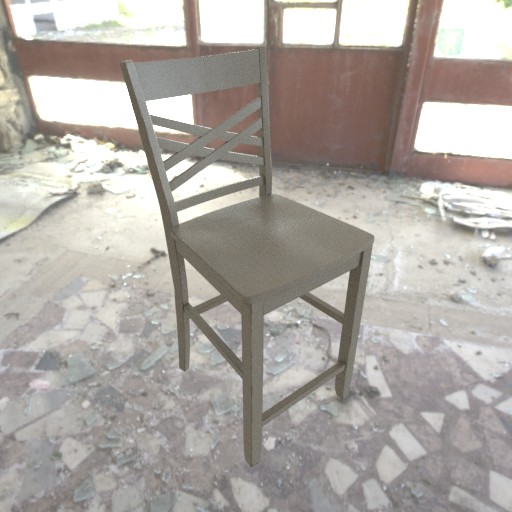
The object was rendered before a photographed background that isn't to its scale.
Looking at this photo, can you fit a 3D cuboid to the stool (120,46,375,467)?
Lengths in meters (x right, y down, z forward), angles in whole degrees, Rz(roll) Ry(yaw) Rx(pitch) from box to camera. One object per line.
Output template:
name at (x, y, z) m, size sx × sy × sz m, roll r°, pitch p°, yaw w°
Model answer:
stool at (0.000, 0.000, 1.341) m, size 0.462 × 1.079 × 0.539 m, roll -23°, pitch 39°, yaw -32°
